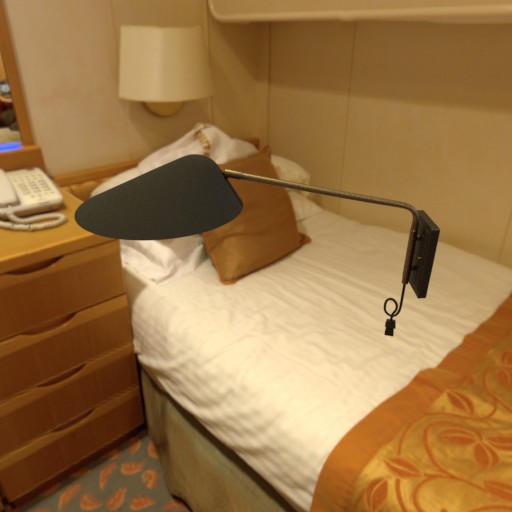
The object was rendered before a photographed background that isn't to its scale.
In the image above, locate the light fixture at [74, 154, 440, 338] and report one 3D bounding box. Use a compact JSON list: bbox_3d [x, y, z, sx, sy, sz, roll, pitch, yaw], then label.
[{"bbox_3d":[0.000,0.000,0.684,0.516,0.312,0.240,0,27,1],"label":"light fixture"}]
